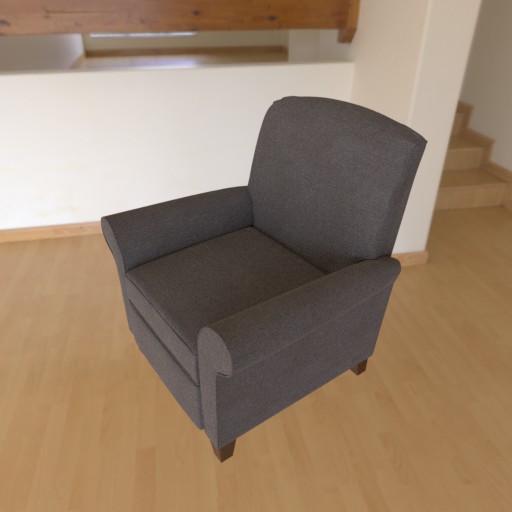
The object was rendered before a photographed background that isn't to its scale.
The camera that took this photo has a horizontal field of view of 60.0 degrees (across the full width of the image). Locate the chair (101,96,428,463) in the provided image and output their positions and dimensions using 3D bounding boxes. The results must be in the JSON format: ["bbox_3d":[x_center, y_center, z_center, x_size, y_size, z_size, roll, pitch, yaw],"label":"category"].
[{"bbox_3d":[0.000,0.000,1.732,0.905,1.061,0.978,-21,37,-30],"label":"chair"}]
